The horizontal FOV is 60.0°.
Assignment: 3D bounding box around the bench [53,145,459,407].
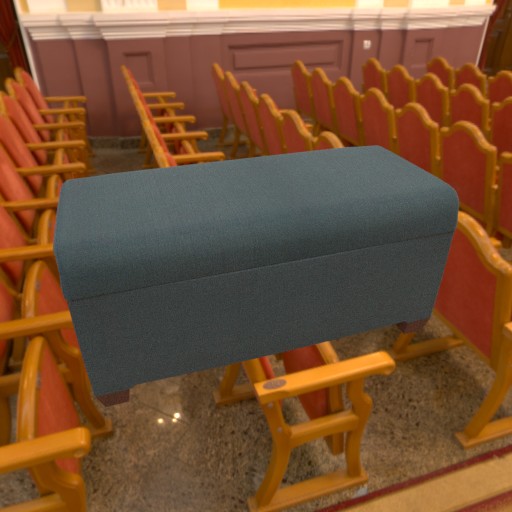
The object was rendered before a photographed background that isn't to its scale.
[{"bbox_3d":[0.000,0.000,1.283,0.995,0.474,0.476,-10,34,-15],"label":"bench"}]
